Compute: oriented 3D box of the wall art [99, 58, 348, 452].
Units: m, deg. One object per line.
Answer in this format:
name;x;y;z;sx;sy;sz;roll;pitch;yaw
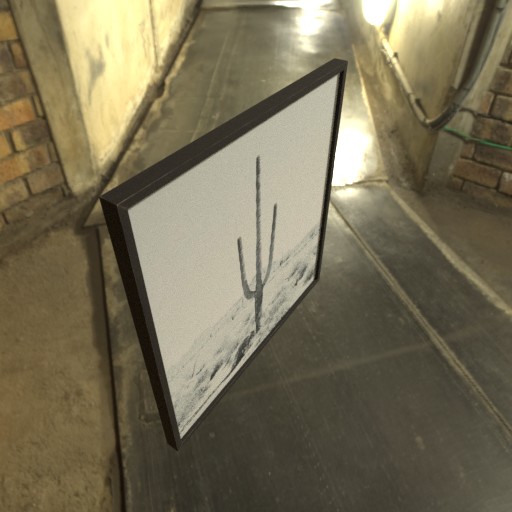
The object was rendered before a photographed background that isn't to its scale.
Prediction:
wall art;0.000;0.000;1.128;0.038;0.762;0.762;24;47;25
